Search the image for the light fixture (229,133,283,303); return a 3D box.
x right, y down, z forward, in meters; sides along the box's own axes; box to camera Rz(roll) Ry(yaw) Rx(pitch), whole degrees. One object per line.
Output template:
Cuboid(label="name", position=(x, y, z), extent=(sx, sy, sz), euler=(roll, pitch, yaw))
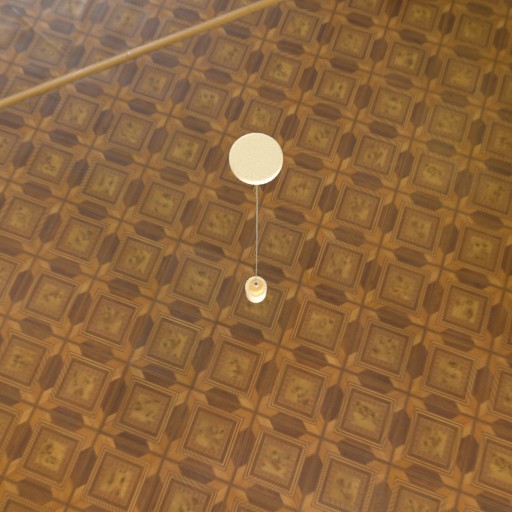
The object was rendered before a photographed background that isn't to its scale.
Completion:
Cuboid(label="light fixture", position=(0.000, 0.000, 1.893), extent=(0.125, 1.798, 0.125), euler=(19, 76, 5))
